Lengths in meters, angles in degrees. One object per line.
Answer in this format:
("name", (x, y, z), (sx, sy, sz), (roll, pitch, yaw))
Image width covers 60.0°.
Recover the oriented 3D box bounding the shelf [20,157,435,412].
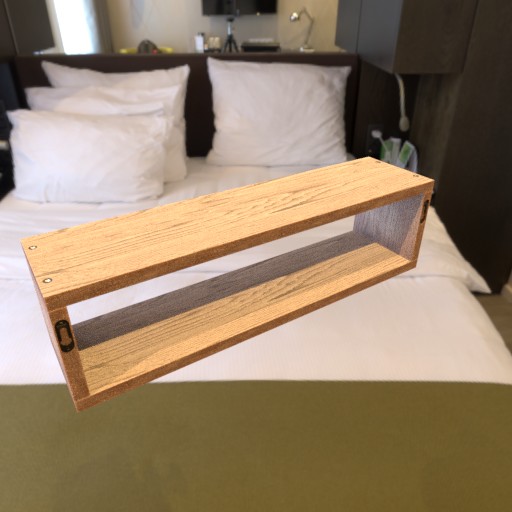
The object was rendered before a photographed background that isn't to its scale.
("shelf", (0.000, 0.000, 0.688), (0.610, 0.170, 0.150), (-18, 35, -28))
